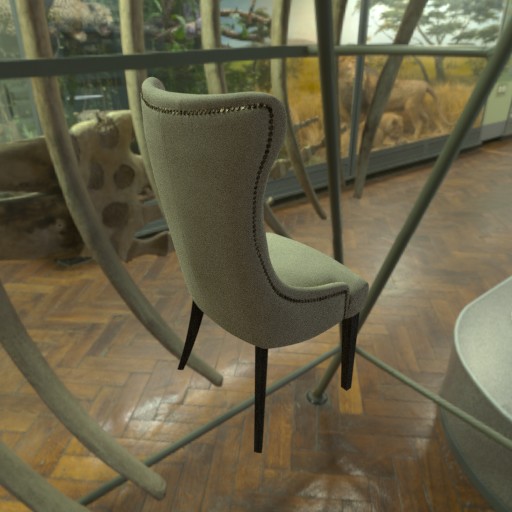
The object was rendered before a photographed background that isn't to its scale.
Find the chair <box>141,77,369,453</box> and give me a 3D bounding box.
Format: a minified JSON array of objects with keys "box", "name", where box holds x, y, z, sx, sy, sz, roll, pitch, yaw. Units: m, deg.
[{"box":[0.000,0.000,1.434,0.590,1.065,0.584,-19,32,-34],"name":"chair"}]
